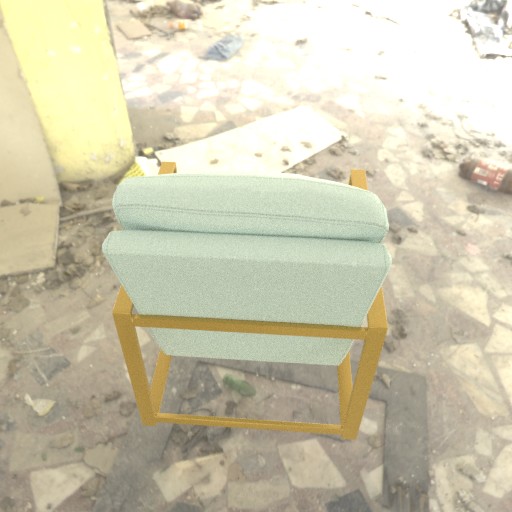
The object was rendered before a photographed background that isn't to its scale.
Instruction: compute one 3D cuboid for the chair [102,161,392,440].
[{"bbox_3d":[0.000,0.000,1.488,0.758,0.956,0.813,3,47,3],"label":"chair"}]
